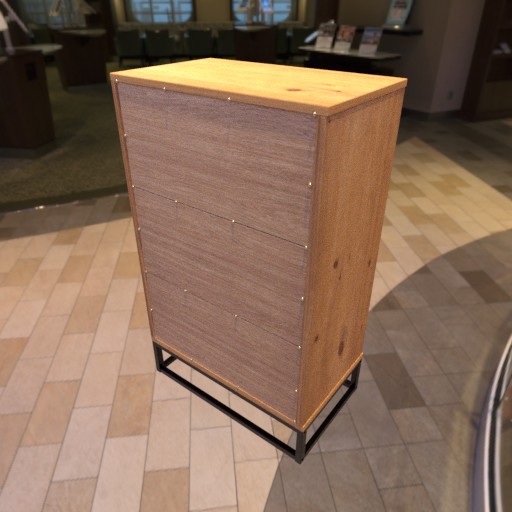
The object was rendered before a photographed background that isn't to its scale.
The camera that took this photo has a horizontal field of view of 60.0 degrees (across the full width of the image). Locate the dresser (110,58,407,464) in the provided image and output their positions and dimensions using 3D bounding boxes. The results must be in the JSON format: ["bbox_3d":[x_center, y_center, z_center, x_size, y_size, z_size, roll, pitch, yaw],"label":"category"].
[{"bbox_3d":[0.000,0.000,1.623,0.761,1.240,0.479,21,37,32],"label":"dresser"}]
